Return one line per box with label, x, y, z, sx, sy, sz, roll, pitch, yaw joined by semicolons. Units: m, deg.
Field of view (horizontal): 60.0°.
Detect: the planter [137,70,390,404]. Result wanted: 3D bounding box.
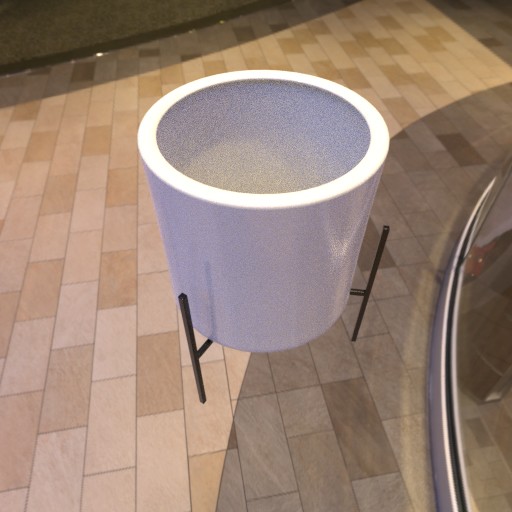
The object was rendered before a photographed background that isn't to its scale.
planter;0.000;0.000;0.748;0.360;0.480;0.361;26;52;22
